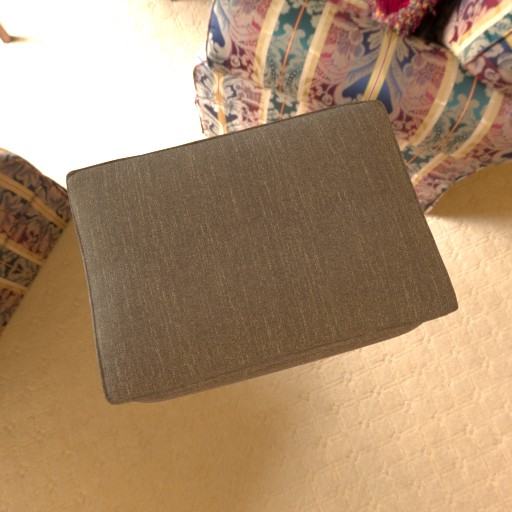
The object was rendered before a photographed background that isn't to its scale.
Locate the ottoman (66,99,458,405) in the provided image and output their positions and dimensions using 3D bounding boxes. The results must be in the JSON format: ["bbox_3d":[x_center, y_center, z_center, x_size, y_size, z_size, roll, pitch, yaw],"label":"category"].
[{"bbox_3d":[0.000,0.000,0.991,0.686,0.406,0.508,-14,76,-4],"label":"ottoman"}]
